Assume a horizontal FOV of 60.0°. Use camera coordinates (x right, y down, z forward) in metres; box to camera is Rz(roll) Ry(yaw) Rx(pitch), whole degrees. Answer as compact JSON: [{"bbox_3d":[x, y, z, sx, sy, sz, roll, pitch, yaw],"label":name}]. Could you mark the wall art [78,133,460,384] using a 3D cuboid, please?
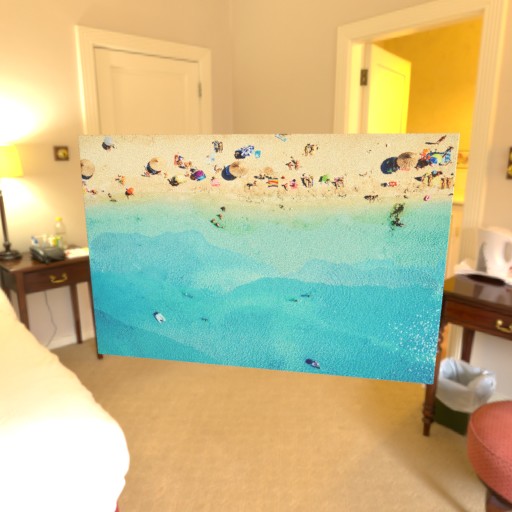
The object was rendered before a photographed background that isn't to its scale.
[{"bbox_3d":[0.000,0.000,0.764,0.609,0.406,0.039,3,14,10],"label":"wall art"}]
